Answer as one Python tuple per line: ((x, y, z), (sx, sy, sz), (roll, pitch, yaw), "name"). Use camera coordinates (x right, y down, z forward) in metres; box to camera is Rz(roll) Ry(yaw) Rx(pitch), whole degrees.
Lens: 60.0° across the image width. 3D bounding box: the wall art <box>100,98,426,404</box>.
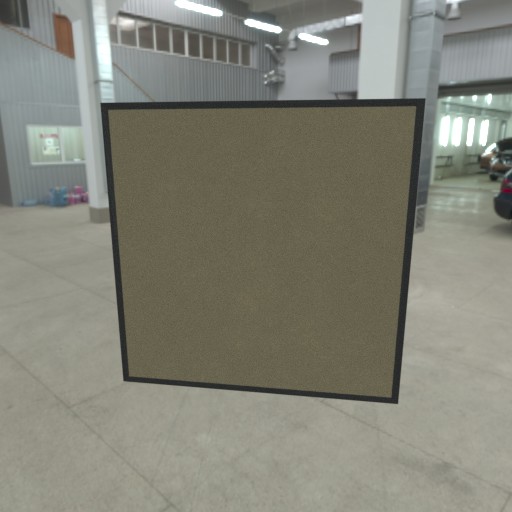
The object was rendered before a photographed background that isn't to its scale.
((0.000, 0.000, 0.768), (0.509, 0.507, 0.037), (2, 15, 8), "wall art")
